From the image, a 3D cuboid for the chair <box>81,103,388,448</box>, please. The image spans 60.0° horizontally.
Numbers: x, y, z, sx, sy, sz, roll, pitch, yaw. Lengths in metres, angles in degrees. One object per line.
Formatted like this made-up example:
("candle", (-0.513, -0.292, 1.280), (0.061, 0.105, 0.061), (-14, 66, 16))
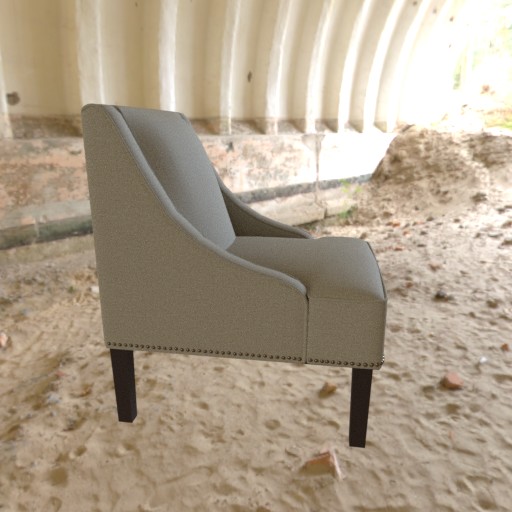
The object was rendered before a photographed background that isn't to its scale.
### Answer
("chair", (0.000, 0.000, 1.362), (0.737, 0.864, 0.610), (3, 16, 9))
